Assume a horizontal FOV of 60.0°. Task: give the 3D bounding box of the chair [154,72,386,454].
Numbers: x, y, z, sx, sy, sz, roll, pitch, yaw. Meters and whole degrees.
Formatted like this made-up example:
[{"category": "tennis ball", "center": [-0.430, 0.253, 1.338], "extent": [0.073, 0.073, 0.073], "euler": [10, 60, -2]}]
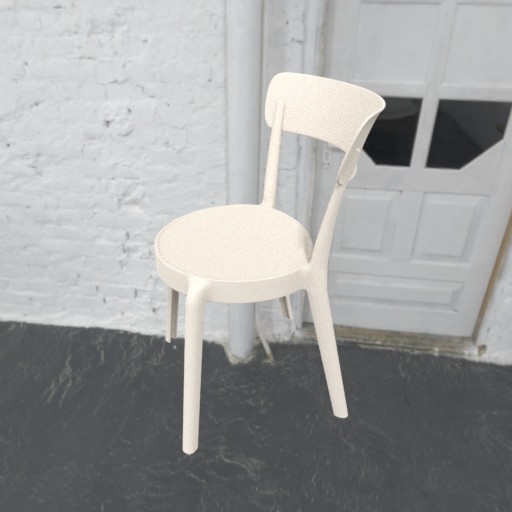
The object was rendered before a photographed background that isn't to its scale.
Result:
[{"category": "chair", "center": [0.000, 0.000, 1.116], "extent": [0.491, 0.790, 0.506], "euler": [-8, 31, -13]}]
